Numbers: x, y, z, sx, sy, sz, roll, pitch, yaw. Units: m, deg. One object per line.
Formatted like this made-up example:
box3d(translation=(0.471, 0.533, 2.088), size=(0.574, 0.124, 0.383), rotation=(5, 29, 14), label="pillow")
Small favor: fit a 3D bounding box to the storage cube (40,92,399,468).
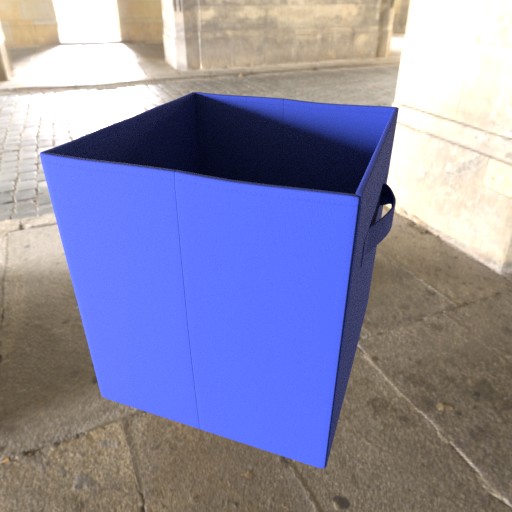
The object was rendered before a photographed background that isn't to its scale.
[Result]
box3d(translation=(0.000, 0.000, 0.485), size=(0.270, 0.280, 0.270), rotation=(11, 32, 17), label="storage cube")
